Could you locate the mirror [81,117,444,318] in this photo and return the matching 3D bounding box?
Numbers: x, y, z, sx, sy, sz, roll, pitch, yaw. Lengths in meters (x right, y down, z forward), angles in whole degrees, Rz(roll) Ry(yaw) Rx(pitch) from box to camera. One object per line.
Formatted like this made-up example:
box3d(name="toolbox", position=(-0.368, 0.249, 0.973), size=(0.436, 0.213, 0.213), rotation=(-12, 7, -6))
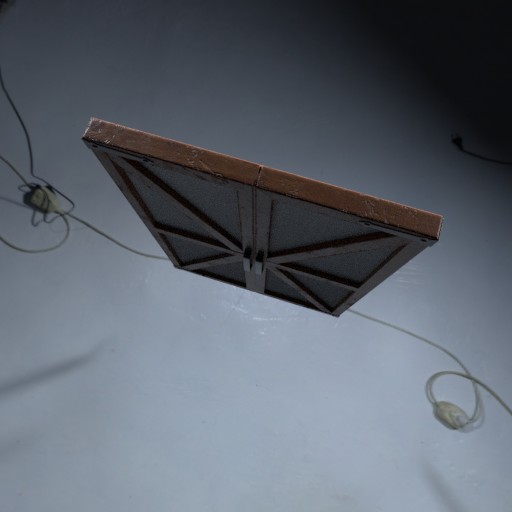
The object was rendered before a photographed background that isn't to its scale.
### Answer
box3d(name="mirror", position=(0.000, 0.000, 0.976), size=(0.517, 0.761, 0.053), rotation=(17, 75, 5))
